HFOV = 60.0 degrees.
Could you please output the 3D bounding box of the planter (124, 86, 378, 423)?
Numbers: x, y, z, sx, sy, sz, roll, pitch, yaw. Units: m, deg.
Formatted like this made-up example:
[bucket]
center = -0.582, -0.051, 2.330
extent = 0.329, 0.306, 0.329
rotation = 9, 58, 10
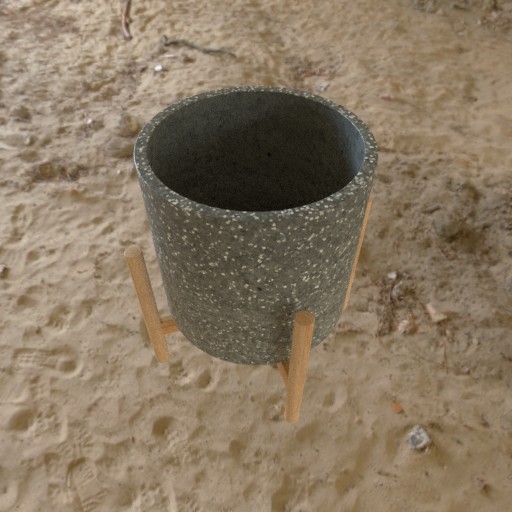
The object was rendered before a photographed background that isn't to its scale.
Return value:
[planter]
center = 0.000, 0.000, 0.710
extent = 0.360, 0.419, 0.360
rotation = 2, 46, 2
